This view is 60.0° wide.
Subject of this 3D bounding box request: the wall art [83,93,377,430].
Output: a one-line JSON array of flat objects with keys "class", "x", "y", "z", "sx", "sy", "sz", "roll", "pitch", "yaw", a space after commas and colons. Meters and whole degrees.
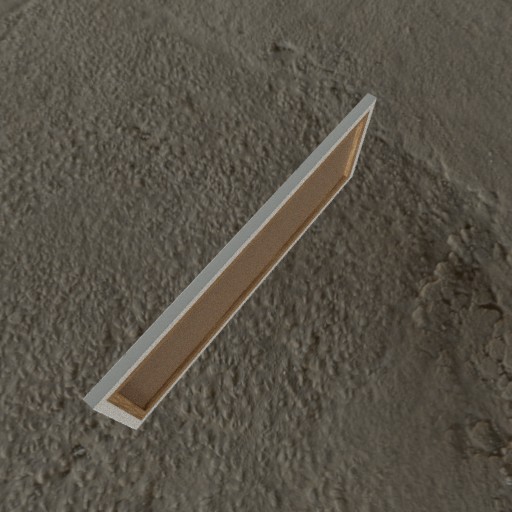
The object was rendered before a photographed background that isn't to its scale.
[{"class": "wall art", "x": 0.000, "y": 0.000, "z": 1.735, "sx": 0.044, "sy": 0.507, "sz": 1.520, "roll": 35, "pitch": 68, "yaw": 17}]
